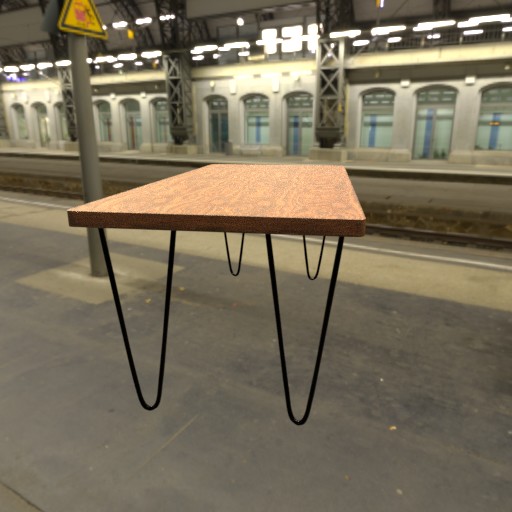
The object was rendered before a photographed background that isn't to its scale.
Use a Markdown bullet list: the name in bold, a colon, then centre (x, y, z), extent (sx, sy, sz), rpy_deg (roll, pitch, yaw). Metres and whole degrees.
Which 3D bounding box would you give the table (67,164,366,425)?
- **table**: centre (0.000, 0.000, 2.211), extent (0.883, 0.753, 1.791), rpy_deg (2, 16, 9)
